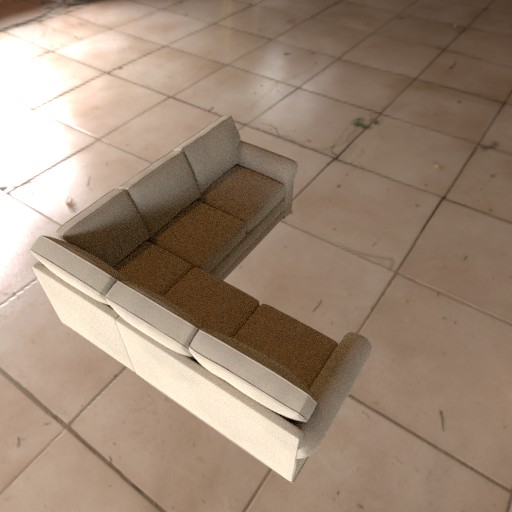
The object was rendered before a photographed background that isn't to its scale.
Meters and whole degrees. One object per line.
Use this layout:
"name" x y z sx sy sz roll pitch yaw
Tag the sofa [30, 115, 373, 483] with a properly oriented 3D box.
"sofa" 0.000 0.000 3.881 2.487 1.054 2.569 26 51 23
